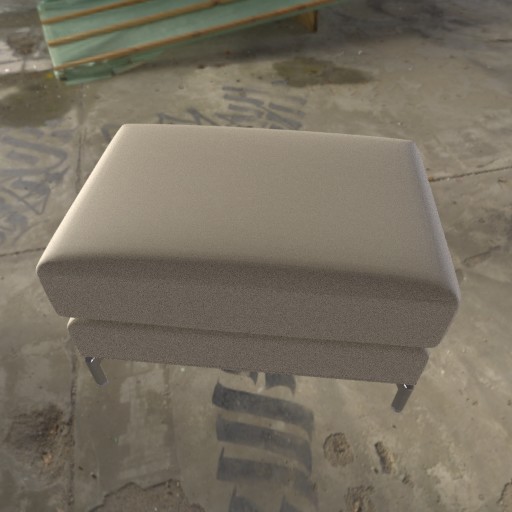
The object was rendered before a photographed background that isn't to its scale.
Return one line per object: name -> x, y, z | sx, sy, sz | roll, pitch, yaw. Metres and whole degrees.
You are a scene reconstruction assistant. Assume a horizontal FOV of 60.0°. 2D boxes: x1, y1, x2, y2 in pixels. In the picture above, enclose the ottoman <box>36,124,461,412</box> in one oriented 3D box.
ottoman -> 0.000, 0.000, 1.176 | 0.835, 0.497, 0.581 | 4, 46, 4
